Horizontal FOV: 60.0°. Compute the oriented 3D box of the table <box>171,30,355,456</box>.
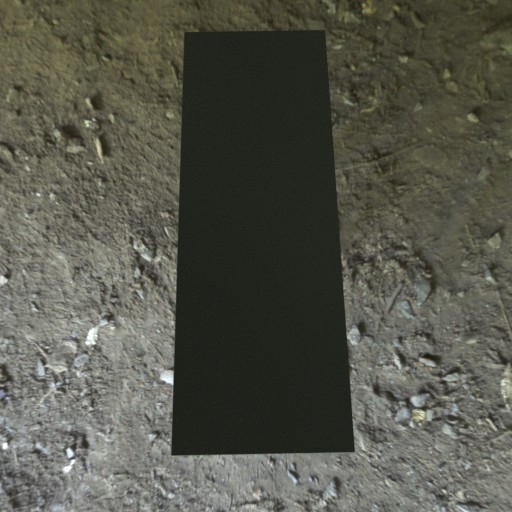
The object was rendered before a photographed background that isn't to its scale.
[{"bbox_3d":[0.000,0.000,1.431,0.397,0.753,1.068,-1,75,0],"label":"table"}]
